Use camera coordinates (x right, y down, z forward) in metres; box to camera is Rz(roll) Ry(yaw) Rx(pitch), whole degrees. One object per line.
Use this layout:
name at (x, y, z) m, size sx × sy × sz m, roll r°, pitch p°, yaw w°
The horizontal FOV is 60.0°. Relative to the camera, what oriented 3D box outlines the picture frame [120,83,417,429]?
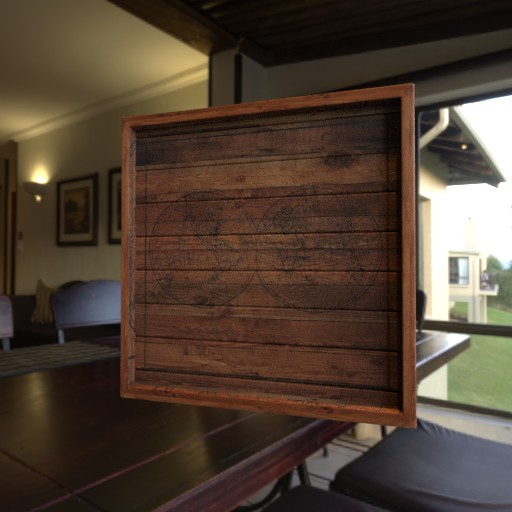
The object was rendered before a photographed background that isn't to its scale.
picture frame at (0.000, 0.000, 0.522) m, size 0.352 × 0.356 × 0.028 m, roll 0°, pitch -1°, yaw 18°
